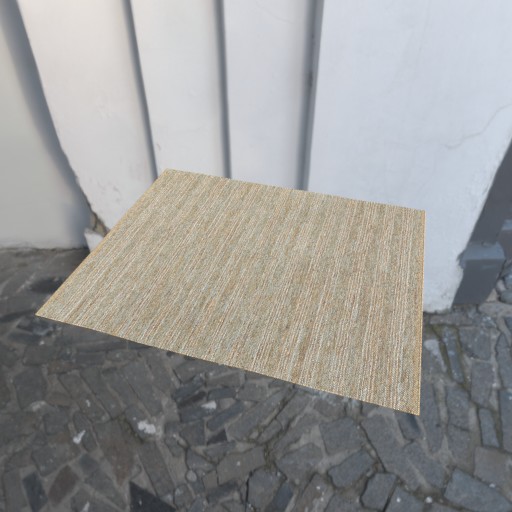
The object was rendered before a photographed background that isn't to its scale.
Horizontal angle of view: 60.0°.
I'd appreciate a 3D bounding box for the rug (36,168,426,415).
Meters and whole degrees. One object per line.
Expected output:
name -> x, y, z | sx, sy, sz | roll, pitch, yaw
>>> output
rug -> 0.000, 0.000, 4.182 | 3.034, 0.012, 2.471 | 11, 42, 13
